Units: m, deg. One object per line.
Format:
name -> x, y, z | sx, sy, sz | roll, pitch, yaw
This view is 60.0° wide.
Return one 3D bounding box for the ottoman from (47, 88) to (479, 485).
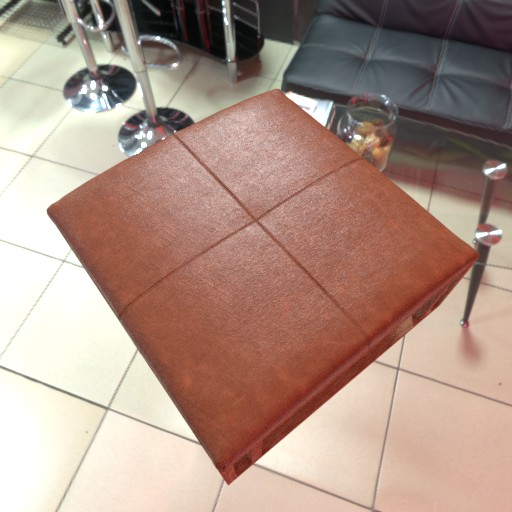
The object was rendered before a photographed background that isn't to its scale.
ottoman -> 0.000, 0.000, 1.570 | 1.013, 0.442, 1.016 | -34, 64, -19
